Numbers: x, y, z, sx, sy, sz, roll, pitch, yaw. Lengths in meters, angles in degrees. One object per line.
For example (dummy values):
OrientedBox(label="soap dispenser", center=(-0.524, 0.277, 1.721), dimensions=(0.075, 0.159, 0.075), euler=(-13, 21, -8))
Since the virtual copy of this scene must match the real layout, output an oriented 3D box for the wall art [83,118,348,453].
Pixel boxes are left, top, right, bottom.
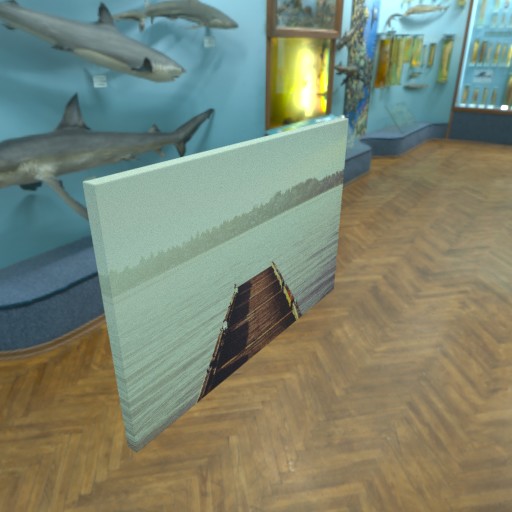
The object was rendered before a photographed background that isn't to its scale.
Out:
OrientedBox(label="wall art", center=(0.000, 0.000, 1.489), dimensions=(0.040, 0.765, 1.149), euler=(18, 31, 33))
